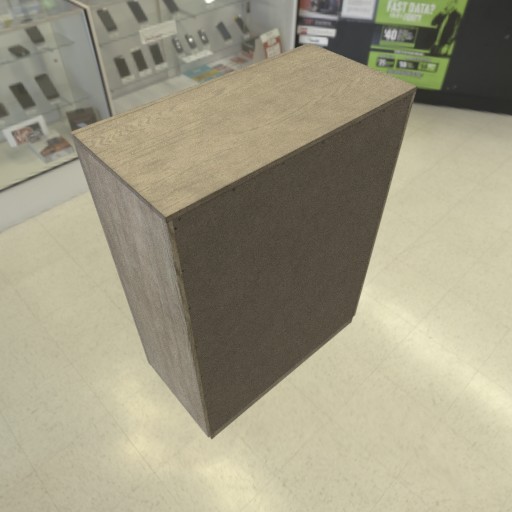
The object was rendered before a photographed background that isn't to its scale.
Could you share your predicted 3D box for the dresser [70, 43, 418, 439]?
[{"bbox_3d":[0.000,0.000,1.803,0.967,1.295,0.483,-33,54,-27],"label":"dresser"}]
